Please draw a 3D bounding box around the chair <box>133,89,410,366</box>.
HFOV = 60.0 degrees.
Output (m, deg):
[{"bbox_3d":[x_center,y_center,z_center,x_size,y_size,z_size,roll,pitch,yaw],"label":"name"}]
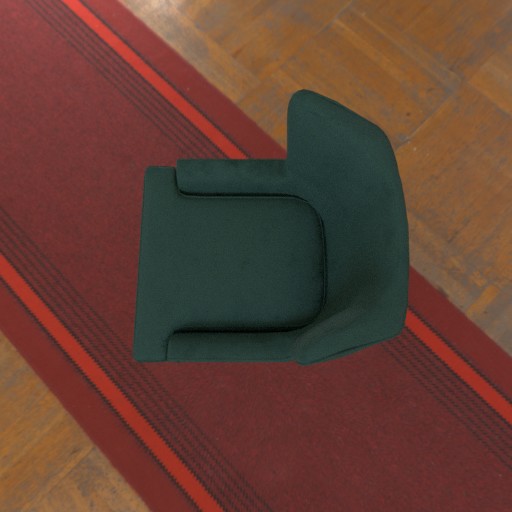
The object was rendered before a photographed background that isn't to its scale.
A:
[{"bbox_3d":[0.000,0.000,1.663,0.910,0.952,0.793,0,77,0],"label":"chair"}]
